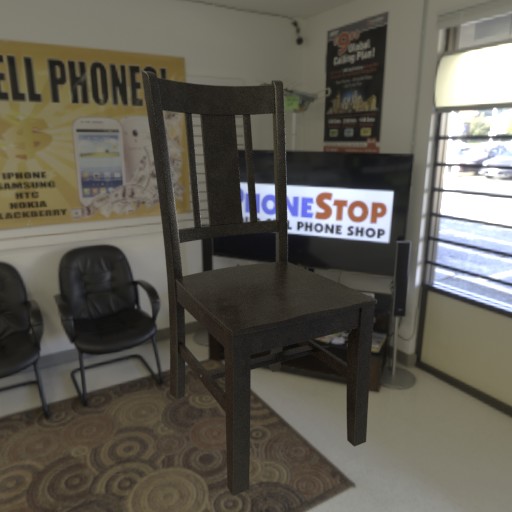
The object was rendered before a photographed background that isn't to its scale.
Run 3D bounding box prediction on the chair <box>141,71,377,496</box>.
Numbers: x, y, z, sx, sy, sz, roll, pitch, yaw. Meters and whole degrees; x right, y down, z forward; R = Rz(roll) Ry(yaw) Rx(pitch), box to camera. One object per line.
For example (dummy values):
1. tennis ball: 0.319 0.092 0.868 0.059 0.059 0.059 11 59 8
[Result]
1. chair: 0.000 0.000 1.241 0.450 0.998 0.555 -8 17 -27
